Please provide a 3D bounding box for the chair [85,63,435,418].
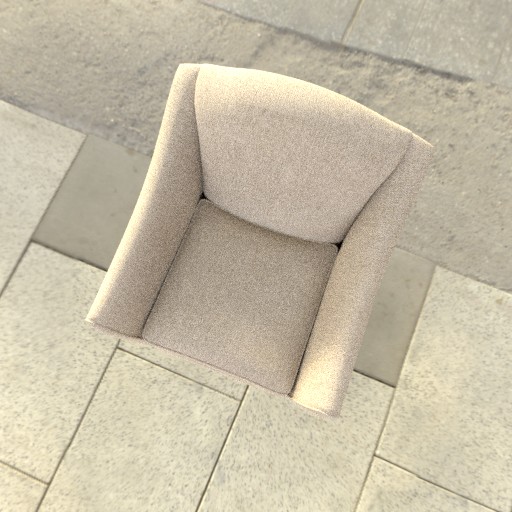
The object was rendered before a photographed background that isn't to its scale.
[{"bbox_3d":[0.000,0.000,1.426,0.763,0.839,0.787,20,77,5],"label":"chair"}]
